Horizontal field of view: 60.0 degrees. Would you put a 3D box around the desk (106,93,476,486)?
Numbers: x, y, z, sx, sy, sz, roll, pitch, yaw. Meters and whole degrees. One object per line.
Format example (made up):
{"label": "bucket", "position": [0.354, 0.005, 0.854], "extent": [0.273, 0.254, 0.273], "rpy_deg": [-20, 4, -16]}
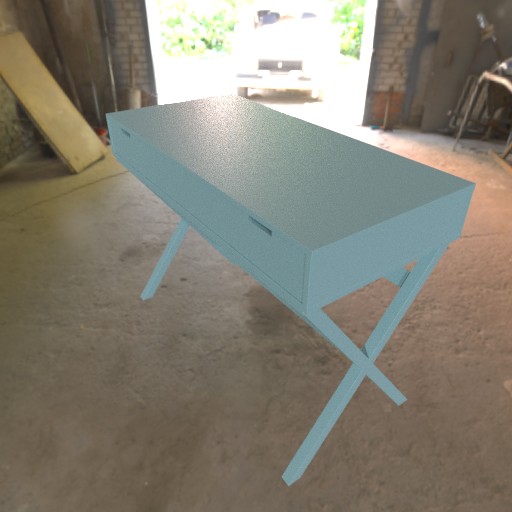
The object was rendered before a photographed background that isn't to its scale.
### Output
{"label": "desk", "position": [0.000, 0.000, 1.481], "extent": [0.509, 0.780, 1.059], "rpy_deg": [-21, 39, -29]}
